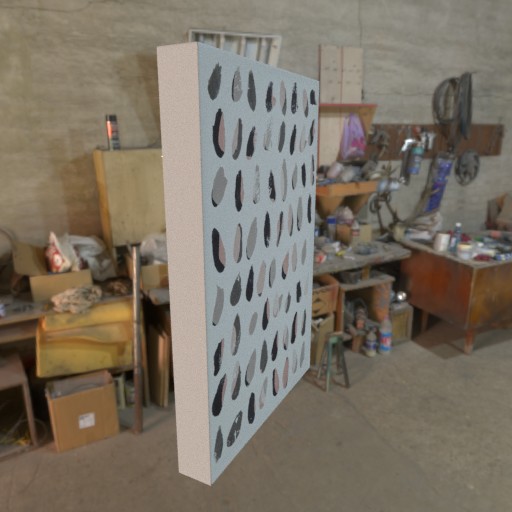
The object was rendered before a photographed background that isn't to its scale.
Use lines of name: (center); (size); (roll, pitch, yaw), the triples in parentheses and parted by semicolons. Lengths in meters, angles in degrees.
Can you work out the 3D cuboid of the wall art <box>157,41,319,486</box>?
wall art: (0.000, 0.000, 0.483); (0.039, 0.381, 0.252); (8, 17, 27)
